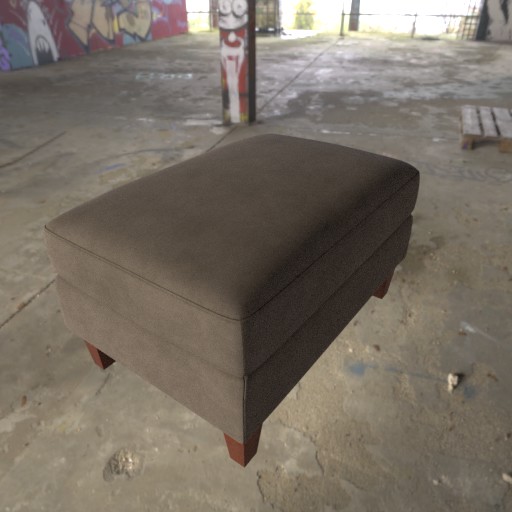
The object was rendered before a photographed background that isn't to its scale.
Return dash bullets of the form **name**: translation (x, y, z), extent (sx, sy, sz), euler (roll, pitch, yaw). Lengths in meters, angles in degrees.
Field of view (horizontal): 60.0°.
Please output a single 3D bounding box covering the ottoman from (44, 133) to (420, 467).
- **ottoman**: translation (0.000, 0.000, 1.200), extent (0.584, 0.483, 0.864), euler (21, 37, 30)
